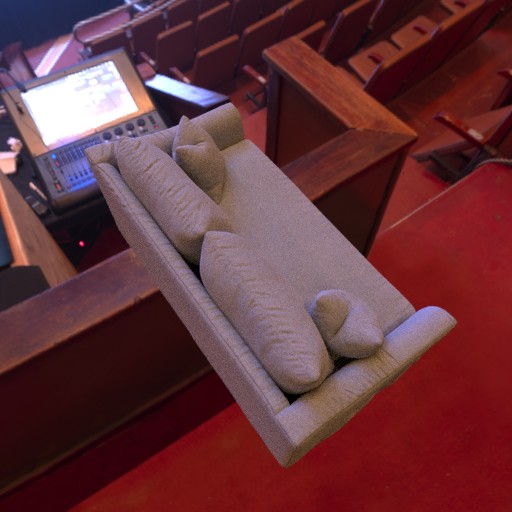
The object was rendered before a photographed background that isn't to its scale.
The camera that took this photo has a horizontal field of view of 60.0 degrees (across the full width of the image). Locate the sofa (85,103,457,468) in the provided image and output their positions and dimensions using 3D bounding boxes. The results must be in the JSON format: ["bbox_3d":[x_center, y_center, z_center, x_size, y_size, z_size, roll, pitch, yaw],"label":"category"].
[{"bbox_3d":[0.000,0.000,2.616,1.072,1.018,2.010,-32,64,-18],"label":"sofa"}]
